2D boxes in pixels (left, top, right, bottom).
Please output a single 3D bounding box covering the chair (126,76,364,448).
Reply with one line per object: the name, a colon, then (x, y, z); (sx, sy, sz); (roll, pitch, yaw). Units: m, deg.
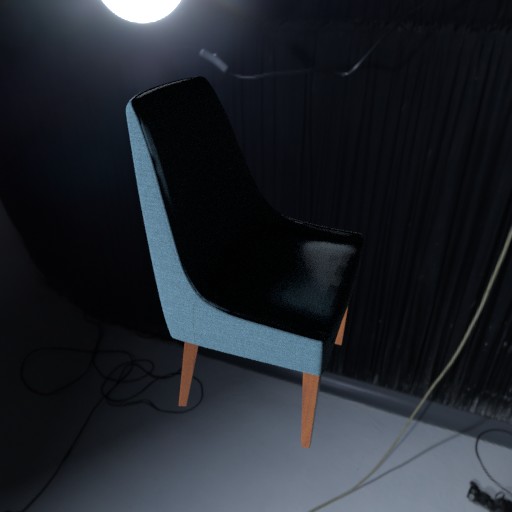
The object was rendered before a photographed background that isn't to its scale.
chair: (0.000, 0.000, 1.223); (0.544, 0.861, 0.529); (11, 33, 18)
